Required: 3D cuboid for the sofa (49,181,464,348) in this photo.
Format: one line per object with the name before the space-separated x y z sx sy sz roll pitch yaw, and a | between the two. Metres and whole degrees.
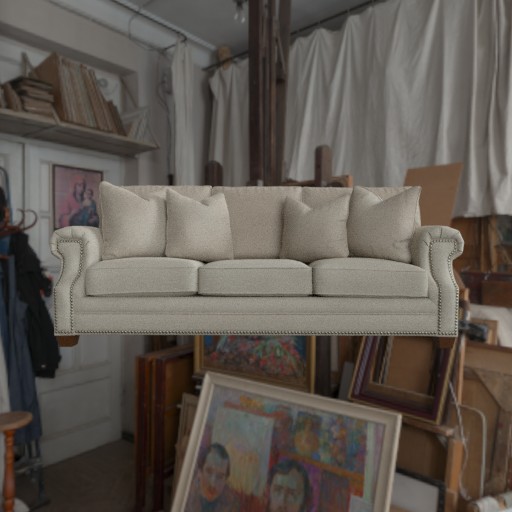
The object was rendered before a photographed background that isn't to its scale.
sofa | 0.000 0.000 2.803 2.312 0.975 0.965 0 0 1
